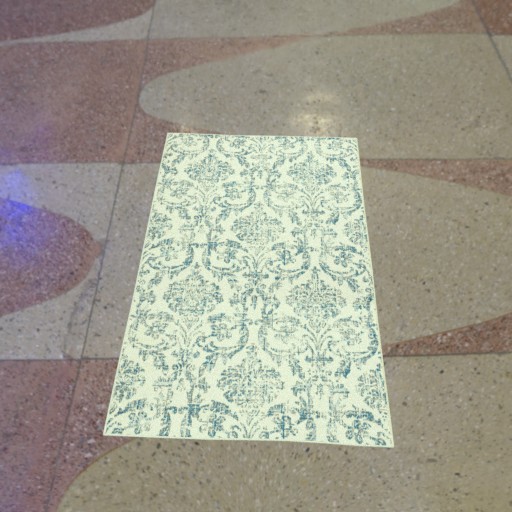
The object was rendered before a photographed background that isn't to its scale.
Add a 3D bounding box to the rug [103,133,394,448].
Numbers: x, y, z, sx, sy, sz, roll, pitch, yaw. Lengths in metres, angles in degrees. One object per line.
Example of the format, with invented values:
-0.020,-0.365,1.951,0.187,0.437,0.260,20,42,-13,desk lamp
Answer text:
0.000,0.000,3.498,1.819,0.018,2.746,2,57,1,rug
